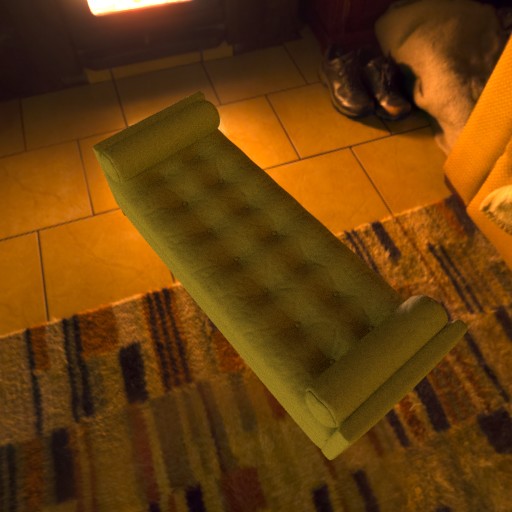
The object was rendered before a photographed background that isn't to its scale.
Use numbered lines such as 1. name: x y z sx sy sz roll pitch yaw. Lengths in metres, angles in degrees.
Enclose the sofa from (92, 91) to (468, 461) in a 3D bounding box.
1. sofa: 0.000 0.000 2.520 0.796 0.705 2.102 -35 65 -19
